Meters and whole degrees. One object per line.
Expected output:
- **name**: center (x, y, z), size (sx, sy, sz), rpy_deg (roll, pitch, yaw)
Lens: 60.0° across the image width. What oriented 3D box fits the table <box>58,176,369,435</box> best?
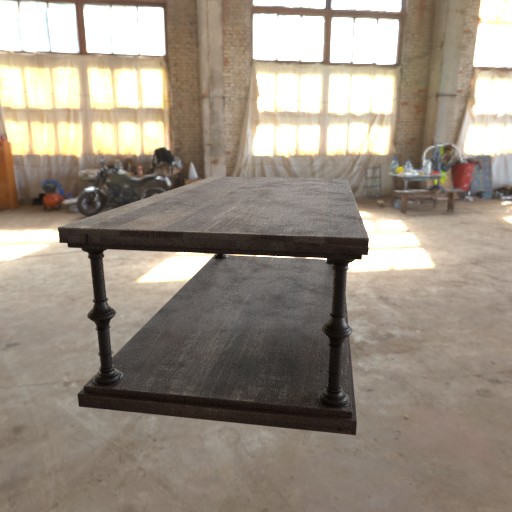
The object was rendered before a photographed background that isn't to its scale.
- **table**: center (0.000, 0.000, 1.332), size (0.554, 0.373, 1.088), rpy_deg (2, 15, 9)
